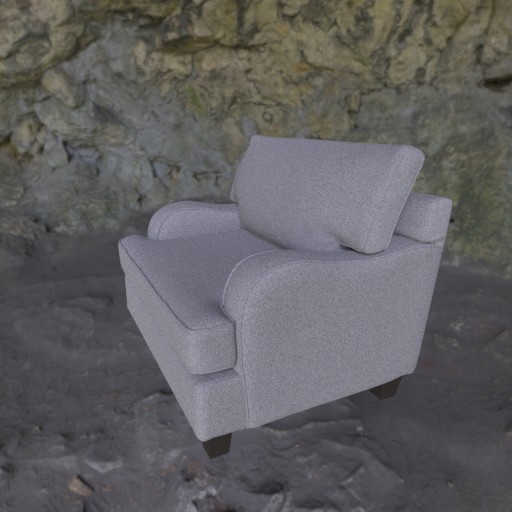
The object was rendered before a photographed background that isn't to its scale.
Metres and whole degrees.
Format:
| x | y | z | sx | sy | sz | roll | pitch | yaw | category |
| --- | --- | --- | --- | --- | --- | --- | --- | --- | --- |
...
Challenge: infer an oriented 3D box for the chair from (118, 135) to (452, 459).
| x | y | z | sx | sy | sz | roll | pitch | yaw | category |
| --- | --- | --- | --- | --- | --- | --- | --- | --- | --- |
| 0.000 | 0.000 | 1.996 | 1.040 | 1.016 | 1.220 | -8 | 19 | -25 | chair |
